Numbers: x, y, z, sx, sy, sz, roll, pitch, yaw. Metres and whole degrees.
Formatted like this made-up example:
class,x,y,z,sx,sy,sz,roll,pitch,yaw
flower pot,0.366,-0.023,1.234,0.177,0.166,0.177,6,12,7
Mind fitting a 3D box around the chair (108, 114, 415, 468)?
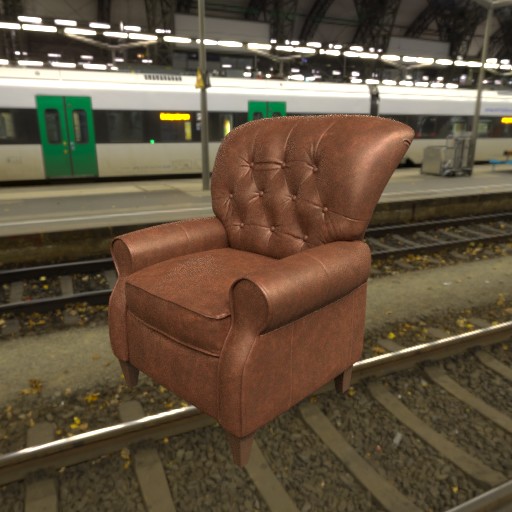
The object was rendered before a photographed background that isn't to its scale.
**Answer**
class,x,y,z,sx,sy,sz,roll,pitch,yaw
chair,0.000,0.000,1.894,0.979,1.162,1.031,15,22,42
